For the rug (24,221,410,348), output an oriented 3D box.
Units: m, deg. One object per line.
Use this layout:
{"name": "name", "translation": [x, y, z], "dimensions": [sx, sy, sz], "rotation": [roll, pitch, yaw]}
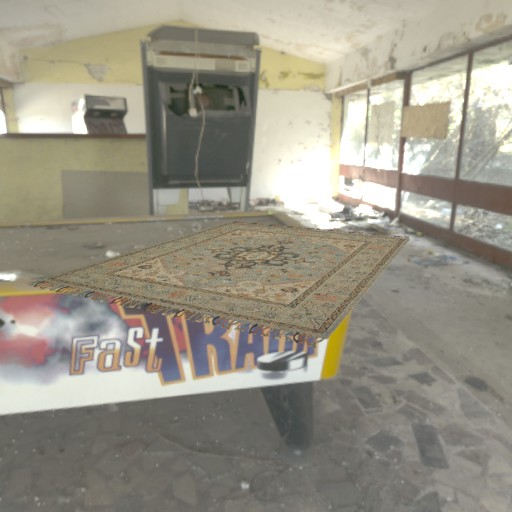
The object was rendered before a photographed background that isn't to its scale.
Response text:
{"name": "rug", "translation": [0.000, 0.000, 3.501], "dimensions": [1.971, 0.010, 2.651], "rotation": [7, 16, 26]}
